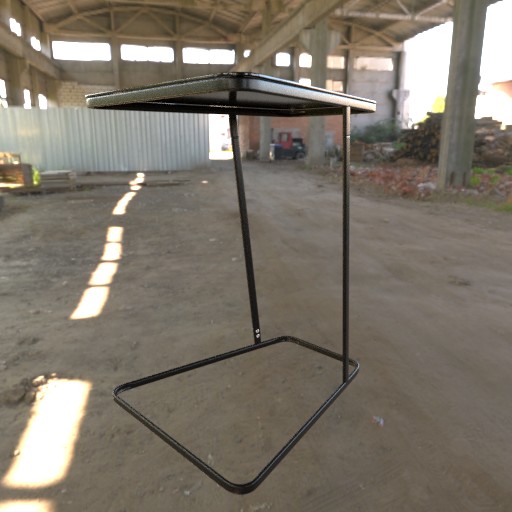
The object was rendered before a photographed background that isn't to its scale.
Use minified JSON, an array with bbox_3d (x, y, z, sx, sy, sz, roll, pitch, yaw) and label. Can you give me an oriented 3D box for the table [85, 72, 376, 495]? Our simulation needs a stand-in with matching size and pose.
[{"bbox_3d":[0.000,0.000,0.922,0.427,0.624,0.500,14,19,43],"label":"table"}]
